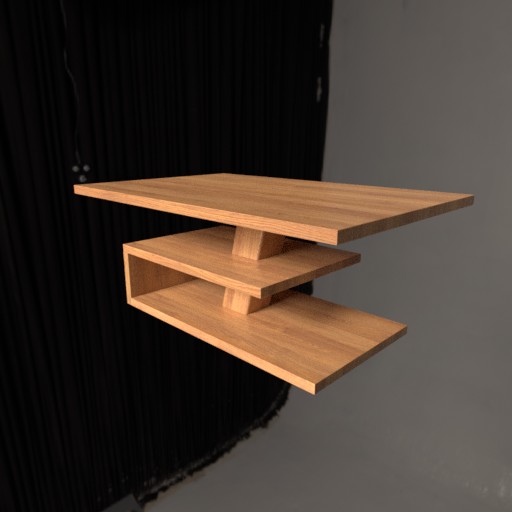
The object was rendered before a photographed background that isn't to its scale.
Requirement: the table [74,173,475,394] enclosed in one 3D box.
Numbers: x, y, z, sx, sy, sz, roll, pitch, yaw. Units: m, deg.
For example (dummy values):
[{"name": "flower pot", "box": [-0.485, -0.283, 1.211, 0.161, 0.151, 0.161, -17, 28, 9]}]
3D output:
[{"name": "table", "box": [0.000, 0.000, 1.480, 1.100, 0.442, 0.700, 14, 21, 42]}]
